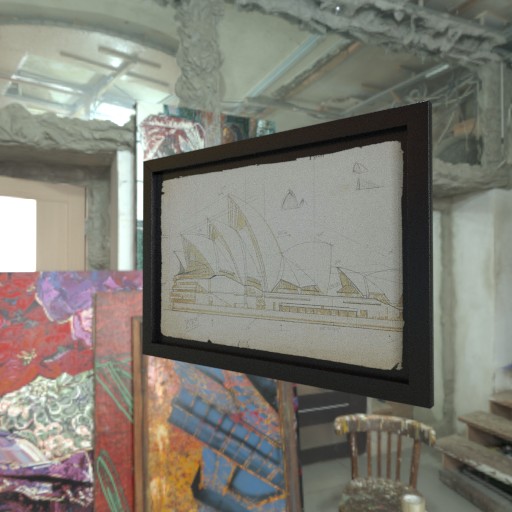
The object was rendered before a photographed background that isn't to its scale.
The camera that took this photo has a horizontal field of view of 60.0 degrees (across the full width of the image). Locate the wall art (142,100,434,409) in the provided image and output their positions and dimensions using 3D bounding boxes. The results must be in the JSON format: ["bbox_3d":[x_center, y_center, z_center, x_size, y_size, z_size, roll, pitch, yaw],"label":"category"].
[{"bbox_3d":[0.000,0.000,0.577,0.440,0.306,0.013,-1,-1,37],"label":"wall art"}]
